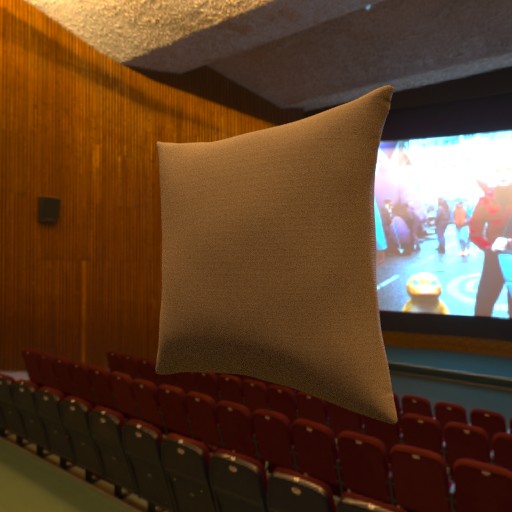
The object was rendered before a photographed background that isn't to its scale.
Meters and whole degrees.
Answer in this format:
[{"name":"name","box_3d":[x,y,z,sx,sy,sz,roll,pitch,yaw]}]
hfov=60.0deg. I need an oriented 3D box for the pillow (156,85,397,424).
[{"name":"pillow","box_3d":[0.000,0.000,0.798,0.512,0.497,0.204,0,-1,36]}]
